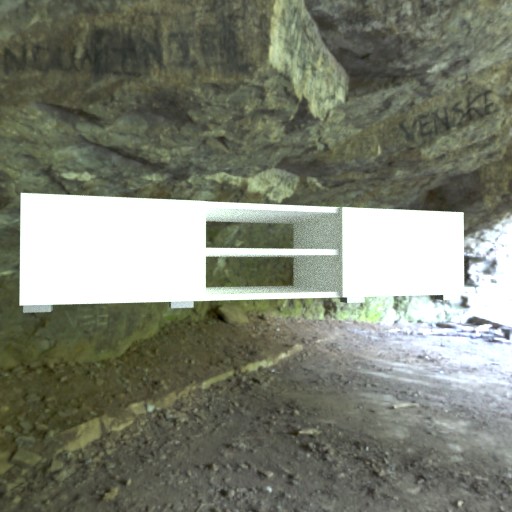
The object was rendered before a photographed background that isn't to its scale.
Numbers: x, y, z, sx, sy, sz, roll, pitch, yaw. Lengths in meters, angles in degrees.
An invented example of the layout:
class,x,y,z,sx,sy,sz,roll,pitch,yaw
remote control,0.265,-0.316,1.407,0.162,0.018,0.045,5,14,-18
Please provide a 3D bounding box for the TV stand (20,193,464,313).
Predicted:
class,x,y,z,sx,sy,sz,roll,pitch,yaw
TV stand,0.000,0.000,1.543,1.400,0.310,0.420,0,-1,-18
